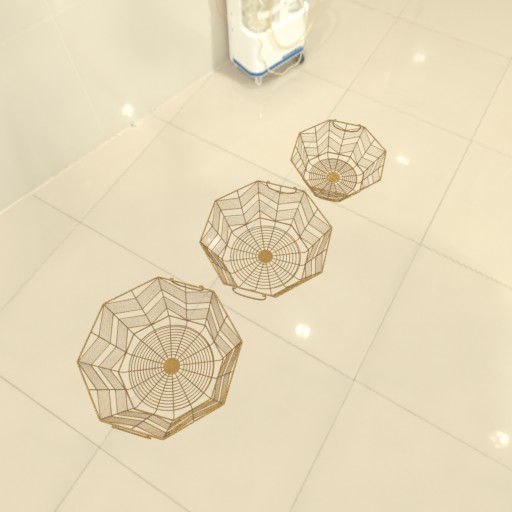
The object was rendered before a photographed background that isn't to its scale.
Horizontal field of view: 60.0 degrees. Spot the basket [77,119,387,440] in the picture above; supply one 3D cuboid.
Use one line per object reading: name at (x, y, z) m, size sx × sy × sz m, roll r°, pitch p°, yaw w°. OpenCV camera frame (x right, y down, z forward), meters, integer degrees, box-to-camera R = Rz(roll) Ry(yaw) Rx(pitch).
basket at (0.000, 0.000, 1.377) m, size 0.432 × 0.178 × 1.245 m, roll 35°, pitch 69°, yaw 16°
